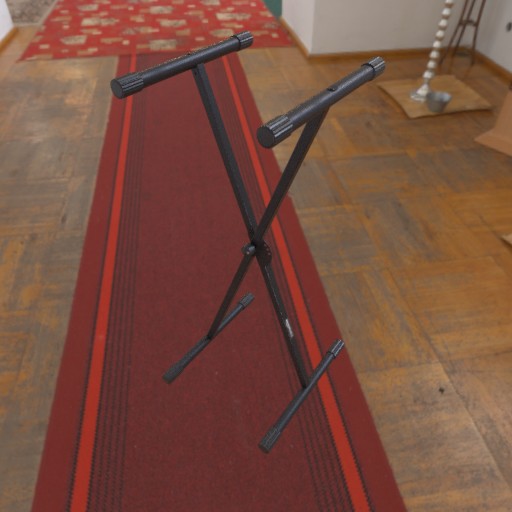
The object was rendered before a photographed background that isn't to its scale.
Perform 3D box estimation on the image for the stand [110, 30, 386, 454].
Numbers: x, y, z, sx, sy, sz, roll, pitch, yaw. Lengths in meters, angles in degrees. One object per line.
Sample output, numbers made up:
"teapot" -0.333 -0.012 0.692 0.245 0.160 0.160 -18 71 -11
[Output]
"stand" 0.000 0.000 1.143 0.409 0.940 0.449 25 47 26
